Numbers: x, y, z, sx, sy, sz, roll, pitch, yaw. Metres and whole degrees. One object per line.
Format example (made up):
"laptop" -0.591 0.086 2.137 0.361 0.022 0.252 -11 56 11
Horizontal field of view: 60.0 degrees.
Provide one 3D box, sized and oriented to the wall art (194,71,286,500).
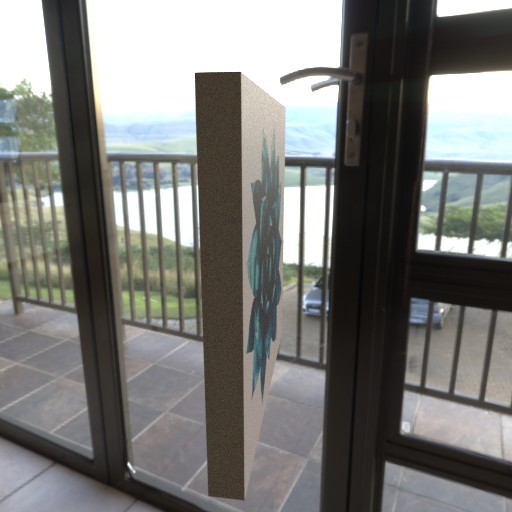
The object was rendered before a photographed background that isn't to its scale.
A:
"wall art" 0.000 0.000 0.595 0.038 0.406 0.406 2 15 8
